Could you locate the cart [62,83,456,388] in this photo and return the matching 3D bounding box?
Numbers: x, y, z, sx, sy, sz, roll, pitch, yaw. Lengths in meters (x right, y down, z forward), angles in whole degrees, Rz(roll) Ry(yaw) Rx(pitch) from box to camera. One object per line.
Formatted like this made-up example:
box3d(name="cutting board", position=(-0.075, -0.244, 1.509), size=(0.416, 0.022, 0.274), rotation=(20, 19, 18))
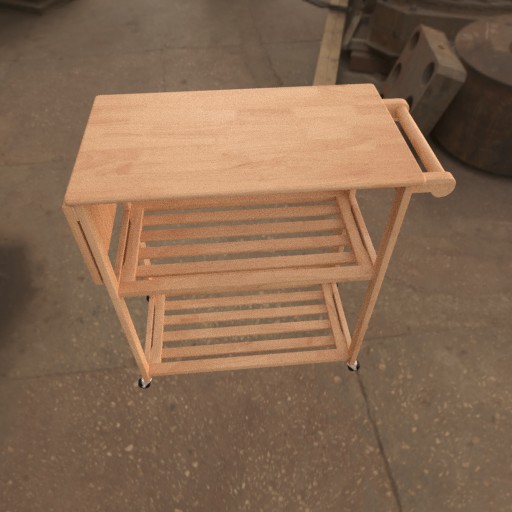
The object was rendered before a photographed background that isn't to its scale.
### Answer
box3d(name="cart", position=(0.000, 0.000, 1.381), size=(0.853, 0.879, 0.432), rotation=(-4, 48, -3))
